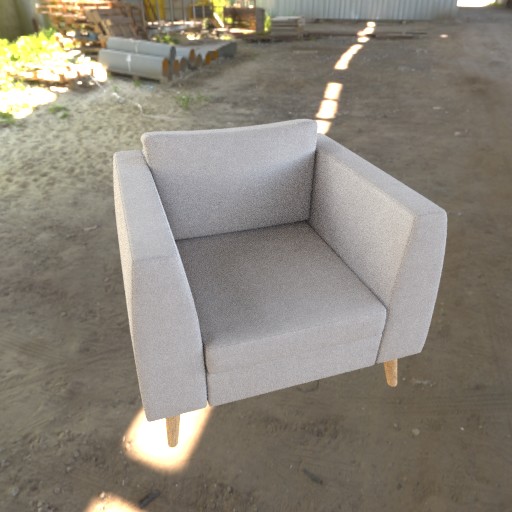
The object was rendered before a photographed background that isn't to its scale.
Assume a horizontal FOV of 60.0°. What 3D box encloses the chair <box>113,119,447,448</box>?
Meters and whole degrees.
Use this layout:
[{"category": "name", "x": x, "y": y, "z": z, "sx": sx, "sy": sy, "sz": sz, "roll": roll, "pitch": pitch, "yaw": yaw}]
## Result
[{"category": "chair", "x": 0.000, "y": 0.000, "z": 1.717, "sx": 1.000, "sy": 0.860, "sz": 0.930, "roll": -10, "pitch": 33, "yaw": -15}]
